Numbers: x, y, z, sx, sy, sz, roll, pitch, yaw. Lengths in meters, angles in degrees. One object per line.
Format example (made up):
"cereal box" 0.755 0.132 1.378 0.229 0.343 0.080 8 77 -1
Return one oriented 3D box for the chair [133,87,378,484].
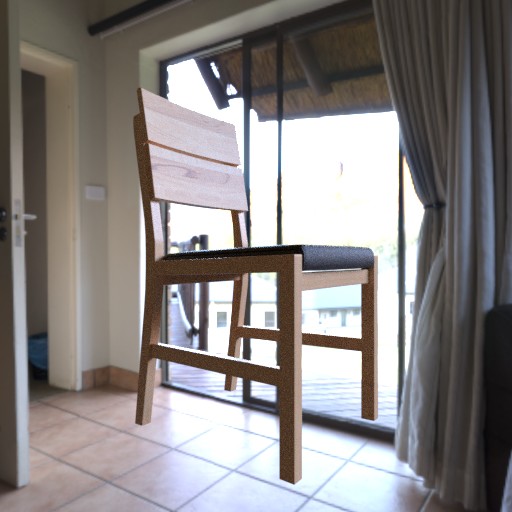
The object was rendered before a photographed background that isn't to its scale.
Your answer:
"chair" 0.000 0.000 1.269 0.560 0.950 0.475 0 0 36
